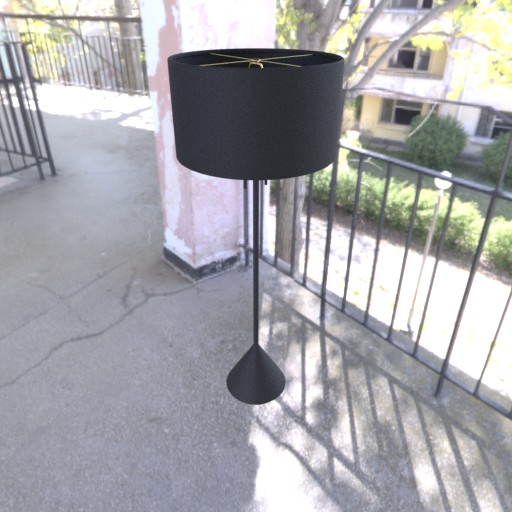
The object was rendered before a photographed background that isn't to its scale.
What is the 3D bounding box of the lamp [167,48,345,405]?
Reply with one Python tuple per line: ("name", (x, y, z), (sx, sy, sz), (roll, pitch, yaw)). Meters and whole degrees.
("lamp", (0.000, 0.000, 1.849), (0.580, 1.526, 0.580), (-23, 37, -34))
